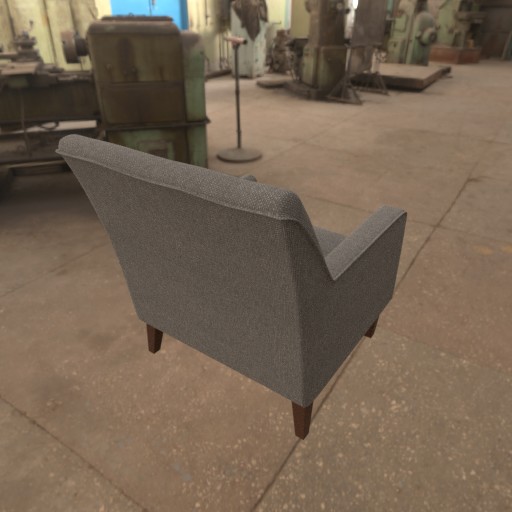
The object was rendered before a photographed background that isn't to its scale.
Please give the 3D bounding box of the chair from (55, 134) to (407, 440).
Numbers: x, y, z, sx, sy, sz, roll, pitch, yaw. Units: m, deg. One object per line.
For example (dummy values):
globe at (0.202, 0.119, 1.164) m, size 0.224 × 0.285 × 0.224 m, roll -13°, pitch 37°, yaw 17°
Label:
chair at (0.000, 0.000, 1.577) m, size 0.780 × 0.919 × 0.899 m, roll 20°, pitch 36°, yaw 30°
